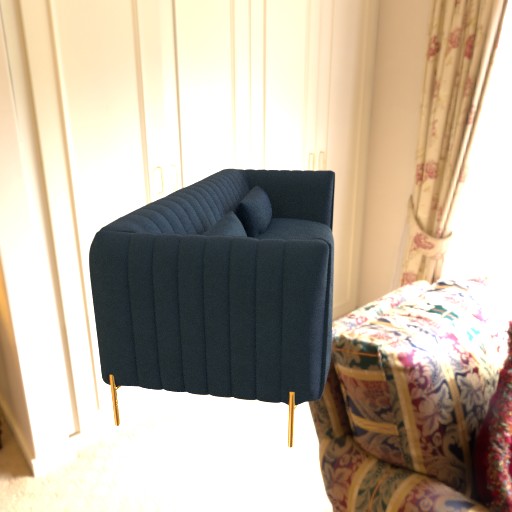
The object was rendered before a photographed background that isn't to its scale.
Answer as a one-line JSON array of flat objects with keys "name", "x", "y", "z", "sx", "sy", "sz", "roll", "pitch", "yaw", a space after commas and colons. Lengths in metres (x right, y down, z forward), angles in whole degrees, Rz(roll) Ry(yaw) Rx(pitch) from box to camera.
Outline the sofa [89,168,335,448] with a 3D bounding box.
[{"name": "sofa", "x": 0.000, "y": 0.000, "z": 2.558, "sx": 0.896, "sy": 0.793, "sz": 2.136, "roll": 3, "pitch": 18, "yaw": 10}]
